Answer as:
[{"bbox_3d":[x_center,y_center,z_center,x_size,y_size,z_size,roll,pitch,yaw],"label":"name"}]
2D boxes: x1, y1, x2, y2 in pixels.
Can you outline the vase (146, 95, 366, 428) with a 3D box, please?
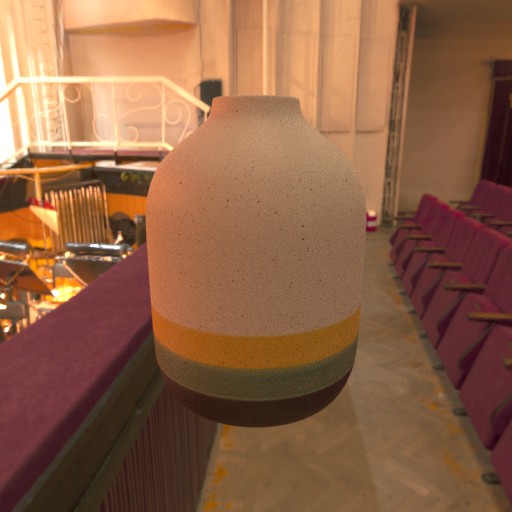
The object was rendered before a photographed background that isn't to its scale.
[{"bbox_3d":[0.000,0.000,0.357,0.169,0.240,0.169,0,16,0],"label":"vase"}]
